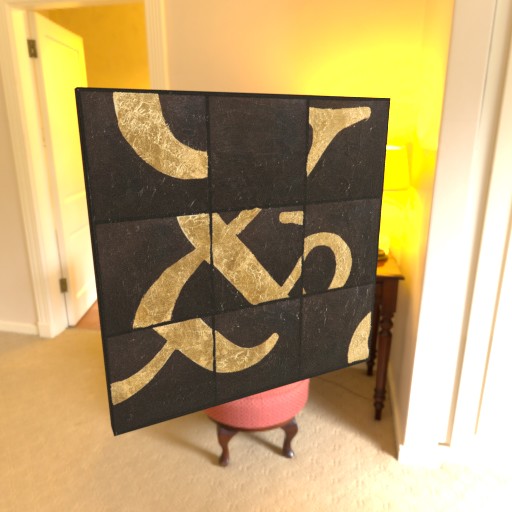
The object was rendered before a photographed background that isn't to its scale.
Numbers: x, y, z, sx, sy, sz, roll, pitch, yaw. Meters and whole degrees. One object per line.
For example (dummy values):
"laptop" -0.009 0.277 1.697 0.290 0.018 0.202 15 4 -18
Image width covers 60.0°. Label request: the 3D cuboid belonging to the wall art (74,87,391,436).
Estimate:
"wall art" 0.000 0.000 1.101 0.758 0.758 0.044 -8 18 -26
